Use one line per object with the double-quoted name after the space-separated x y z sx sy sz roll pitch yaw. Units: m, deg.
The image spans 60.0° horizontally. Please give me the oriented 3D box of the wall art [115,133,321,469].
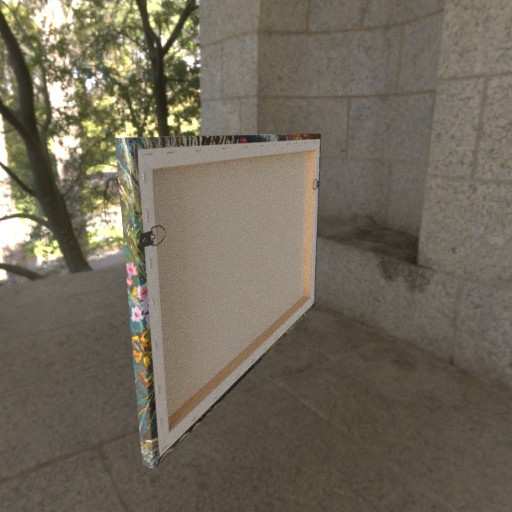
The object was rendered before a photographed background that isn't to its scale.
0.000 0.000 1.440 0.042 0.760 1.136 8 18 26 "wall art"
